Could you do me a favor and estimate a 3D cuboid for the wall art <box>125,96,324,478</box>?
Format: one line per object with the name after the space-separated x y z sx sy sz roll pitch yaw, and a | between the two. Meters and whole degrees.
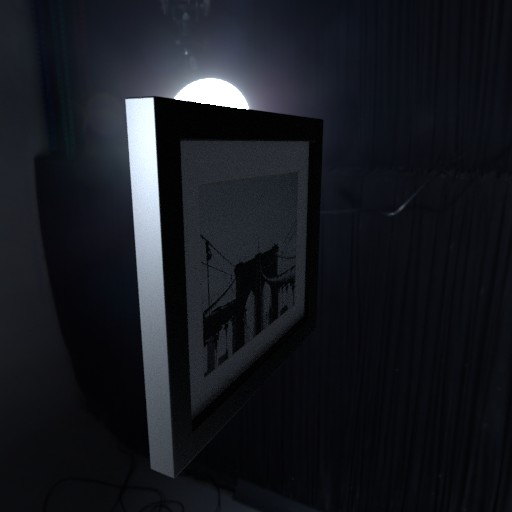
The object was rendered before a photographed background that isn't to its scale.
0.000 0.000 0.533 0.028 0.330 0.380 7 16 26 | wall art
